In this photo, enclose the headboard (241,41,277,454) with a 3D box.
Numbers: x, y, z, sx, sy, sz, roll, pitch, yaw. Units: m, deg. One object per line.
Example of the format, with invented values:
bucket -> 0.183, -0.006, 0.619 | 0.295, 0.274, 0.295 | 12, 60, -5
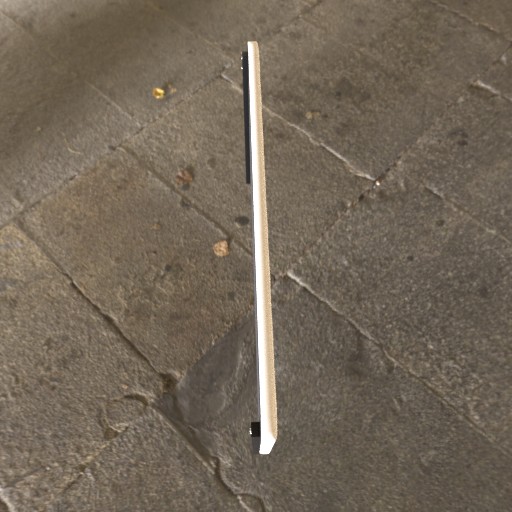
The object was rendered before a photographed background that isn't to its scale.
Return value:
headboard -> 0.000, 0.000, 2.904 | 0.120, 1.410, 2.362 | -2, 63, -1
